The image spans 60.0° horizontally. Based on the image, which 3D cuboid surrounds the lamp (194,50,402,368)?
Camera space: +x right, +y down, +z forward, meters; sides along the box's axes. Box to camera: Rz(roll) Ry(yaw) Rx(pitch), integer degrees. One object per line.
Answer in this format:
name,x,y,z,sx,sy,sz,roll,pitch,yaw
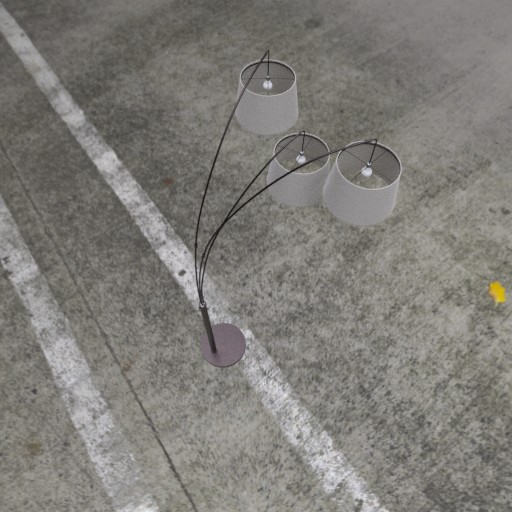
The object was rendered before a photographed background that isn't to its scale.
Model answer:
lamp,0.000,0.000,2.484,0.924,1.950,0.951,-32,64,-17
